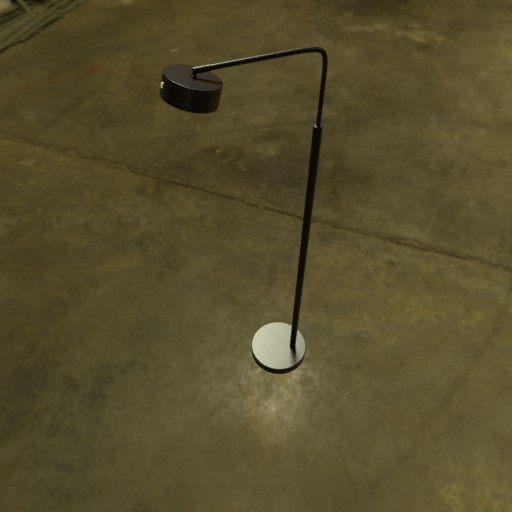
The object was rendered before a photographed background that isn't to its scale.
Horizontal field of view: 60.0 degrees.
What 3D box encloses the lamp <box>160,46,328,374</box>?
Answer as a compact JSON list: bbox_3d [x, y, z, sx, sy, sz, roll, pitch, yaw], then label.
[{"bbox_3d":[0.000,0.000,1.342,0.418,1.230,0.219,-17,50,-15],"label":"lamp"}]
